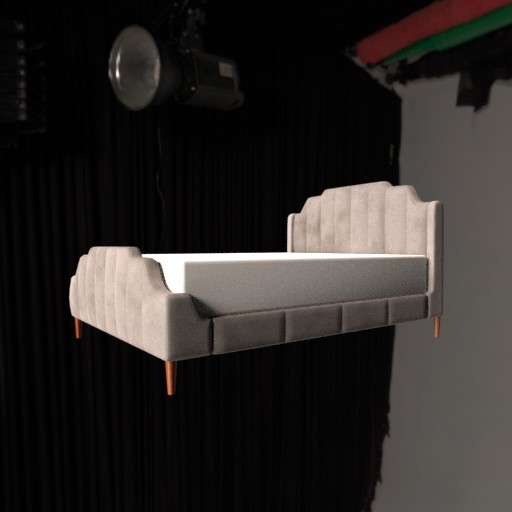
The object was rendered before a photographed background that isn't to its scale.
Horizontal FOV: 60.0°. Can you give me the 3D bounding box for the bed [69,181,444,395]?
[{"bbox_3d":[0.000,0.000,3.366,2.340,1.245,1.676,-1,2,-36],"label":"bed"}]
